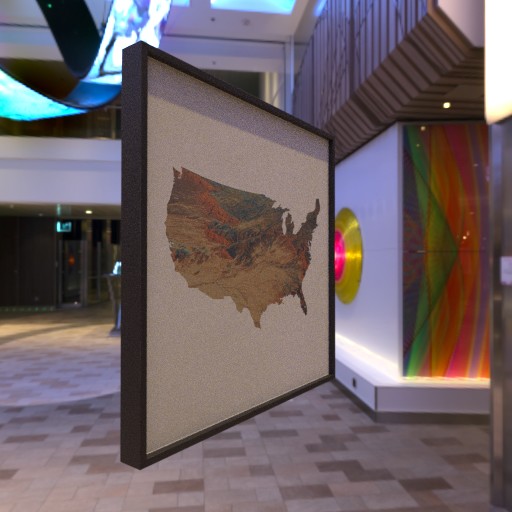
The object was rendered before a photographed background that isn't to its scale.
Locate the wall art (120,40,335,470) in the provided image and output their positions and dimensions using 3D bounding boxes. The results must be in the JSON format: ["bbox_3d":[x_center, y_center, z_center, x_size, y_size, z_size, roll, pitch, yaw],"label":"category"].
[{"bbox_3d":[0.000,0.000,0.736,0.038,0.507,0.507,0,-1,37],"label":"wall art"}]
